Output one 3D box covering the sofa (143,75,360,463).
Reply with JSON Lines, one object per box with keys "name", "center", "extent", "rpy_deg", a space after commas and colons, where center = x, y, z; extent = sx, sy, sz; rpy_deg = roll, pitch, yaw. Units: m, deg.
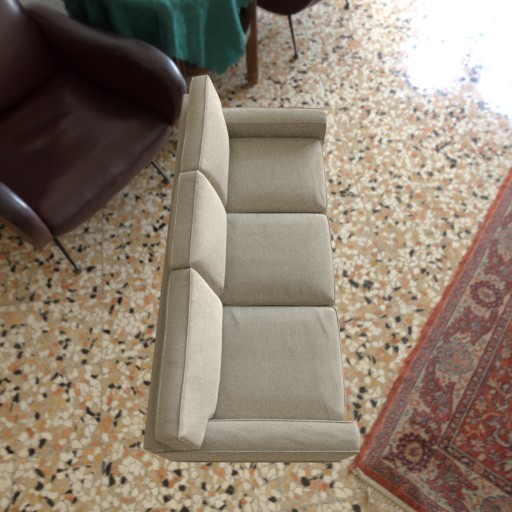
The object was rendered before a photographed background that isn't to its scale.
{"name": "sofa", "center": [0.000, 0.000, 2.527], "extent": [0.936, 0.862, 2.093], "rpy_deg": [0, 62, 0]}
